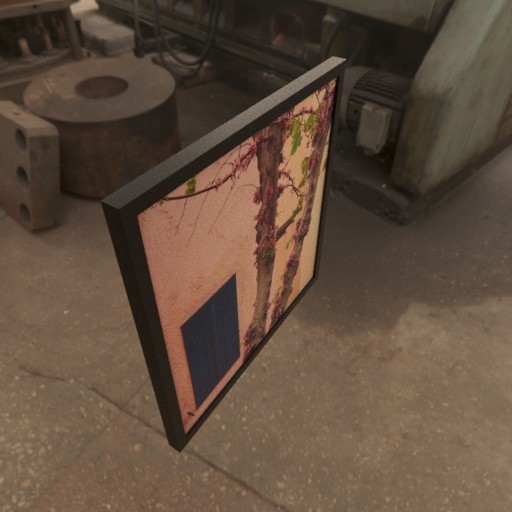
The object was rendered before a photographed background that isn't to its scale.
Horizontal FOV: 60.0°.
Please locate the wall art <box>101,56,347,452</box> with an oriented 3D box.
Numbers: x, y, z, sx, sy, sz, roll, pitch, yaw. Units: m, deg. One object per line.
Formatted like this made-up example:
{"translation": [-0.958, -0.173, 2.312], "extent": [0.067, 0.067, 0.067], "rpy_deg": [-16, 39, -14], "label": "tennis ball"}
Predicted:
{"translation": [0.000, 0.000, 1.124], "extent": [0.038, 0.762, 0.762], "rpy_deg": [24, 47, 24], "label": "wall art"}
